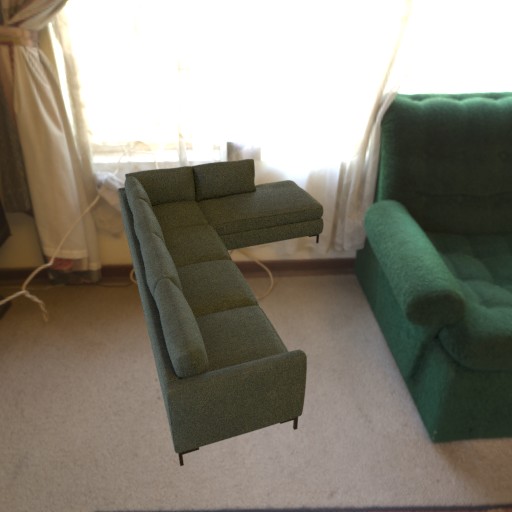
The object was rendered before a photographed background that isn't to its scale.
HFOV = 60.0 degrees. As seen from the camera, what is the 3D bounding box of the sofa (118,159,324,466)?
[{"bbox_3d":[0.000,0.000,3.796,2.007,0.815,2.949,-10,32,-17],"label":"sofa"}]
